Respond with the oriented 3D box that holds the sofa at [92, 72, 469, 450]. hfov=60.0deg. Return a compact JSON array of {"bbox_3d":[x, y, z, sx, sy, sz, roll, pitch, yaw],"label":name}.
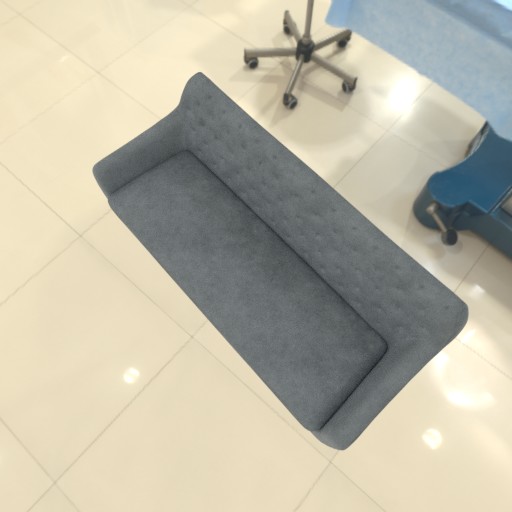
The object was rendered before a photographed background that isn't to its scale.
[{"bbox_3d":[0.000,0.000,2.421,0.841,0.832,1.975,-39,72,-16],"label":"sofa"}]
